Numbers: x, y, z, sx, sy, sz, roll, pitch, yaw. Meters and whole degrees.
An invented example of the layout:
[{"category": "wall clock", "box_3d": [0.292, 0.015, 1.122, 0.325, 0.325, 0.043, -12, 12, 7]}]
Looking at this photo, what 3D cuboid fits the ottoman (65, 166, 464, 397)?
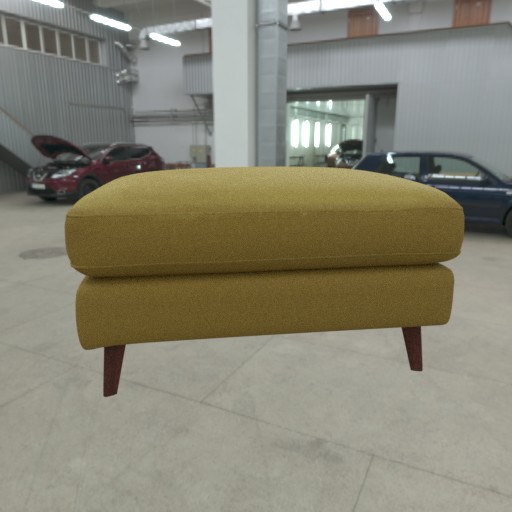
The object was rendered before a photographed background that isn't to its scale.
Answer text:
[{"category": "ottoman", "box_3d": [0.000, 0.000, 1.153, 0.811, 0.449, 0.608, -2, 14, -9]}]
